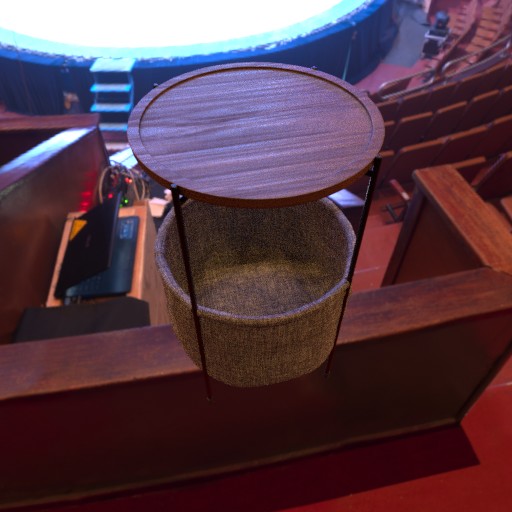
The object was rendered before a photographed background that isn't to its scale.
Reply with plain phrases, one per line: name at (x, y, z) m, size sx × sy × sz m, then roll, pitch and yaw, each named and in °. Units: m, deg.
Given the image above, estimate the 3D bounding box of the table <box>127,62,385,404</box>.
table at (0.000, 0.000, 0.902) m, size 0.400 × 0.623 × 0.400 m, roll -10°, pitch 48°, yaw -9°
